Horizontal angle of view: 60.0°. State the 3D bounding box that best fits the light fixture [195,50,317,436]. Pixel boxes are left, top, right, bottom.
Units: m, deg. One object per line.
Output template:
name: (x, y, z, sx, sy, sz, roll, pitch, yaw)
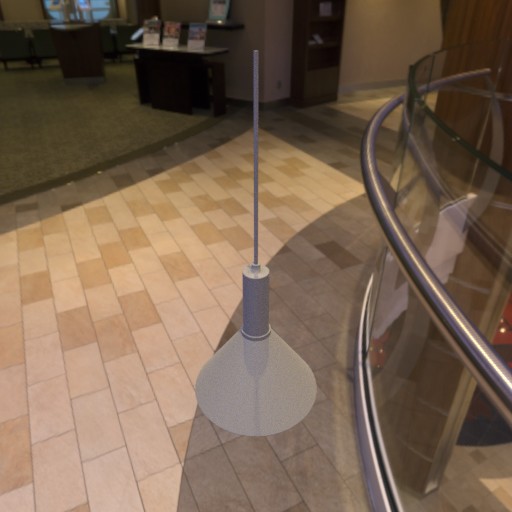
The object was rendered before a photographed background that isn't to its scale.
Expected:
light fixture: (0.000, 0.000, 0.808, 0.267, 0.683, 0.267, 9, 32, 15)
